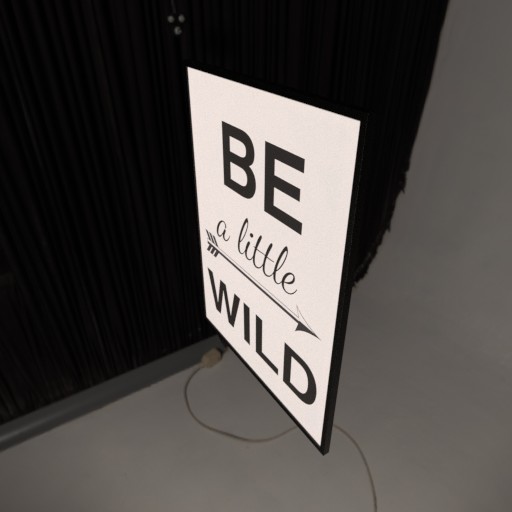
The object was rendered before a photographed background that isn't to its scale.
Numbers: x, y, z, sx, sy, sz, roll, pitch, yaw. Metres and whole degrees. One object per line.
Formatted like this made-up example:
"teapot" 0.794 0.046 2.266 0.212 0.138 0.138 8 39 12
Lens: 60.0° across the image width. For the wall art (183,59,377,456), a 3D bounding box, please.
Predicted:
"wall art" 0.000 0.000 0.773 0.013 0.582 0.442 -19 37 -28
